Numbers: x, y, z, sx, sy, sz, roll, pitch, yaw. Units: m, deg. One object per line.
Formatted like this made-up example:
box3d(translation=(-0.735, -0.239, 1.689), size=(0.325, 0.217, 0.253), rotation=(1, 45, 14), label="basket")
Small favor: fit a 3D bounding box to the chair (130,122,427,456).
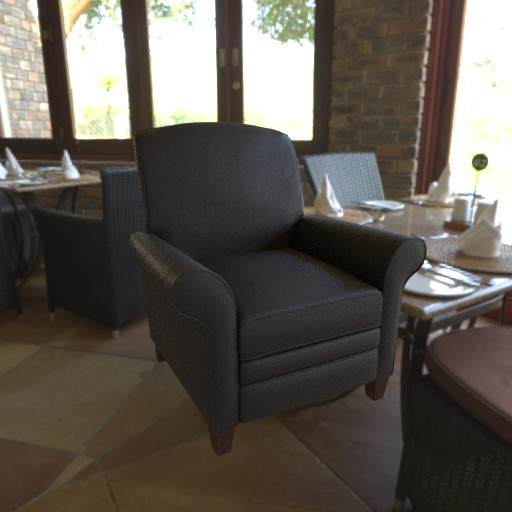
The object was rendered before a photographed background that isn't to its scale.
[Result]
box3d(translation=(0.000, 0.000, 1.808), size=(0.978, 1.061, 0.902), rotation=(-8, 18, -27), label="chair")
